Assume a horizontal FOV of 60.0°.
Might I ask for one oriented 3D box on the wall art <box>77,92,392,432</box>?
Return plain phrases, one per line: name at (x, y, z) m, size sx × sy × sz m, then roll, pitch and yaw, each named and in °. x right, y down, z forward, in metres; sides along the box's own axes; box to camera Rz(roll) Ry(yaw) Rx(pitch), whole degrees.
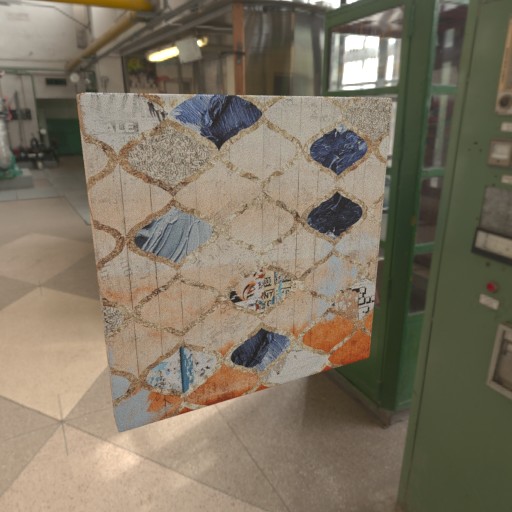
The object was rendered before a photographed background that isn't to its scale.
wall art at (0.000, 0.000, 0.747) m, size 0.507 × 0.508 × 0.038 m, roll -9°, pitch 20°, yaw -25°
